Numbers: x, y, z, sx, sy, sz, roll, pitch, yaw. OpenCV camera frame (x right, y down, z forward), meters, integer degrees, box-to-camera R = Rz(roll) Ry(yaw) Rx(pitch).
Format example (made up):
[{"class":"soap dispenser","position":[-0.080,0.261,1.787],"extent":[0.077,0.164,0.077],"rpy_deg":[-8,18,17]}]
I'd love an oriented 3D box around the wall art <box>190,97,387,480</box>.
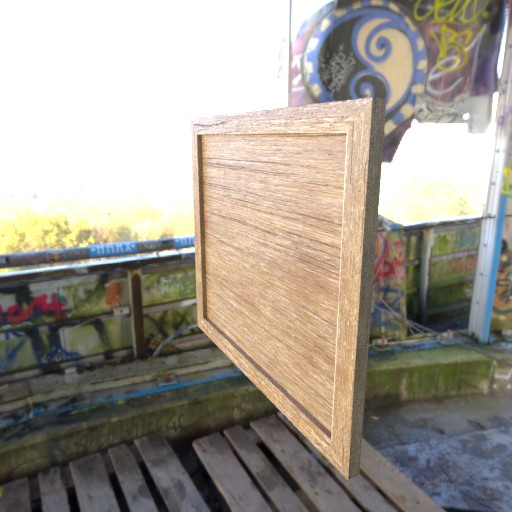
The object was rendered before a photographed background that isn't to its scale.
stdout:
[{"class":"wall art","position":[0.000,0.000,0.945],"extent":[0.026,0.588,0.690],"rpy_deg":[-8,17,-27]}]
